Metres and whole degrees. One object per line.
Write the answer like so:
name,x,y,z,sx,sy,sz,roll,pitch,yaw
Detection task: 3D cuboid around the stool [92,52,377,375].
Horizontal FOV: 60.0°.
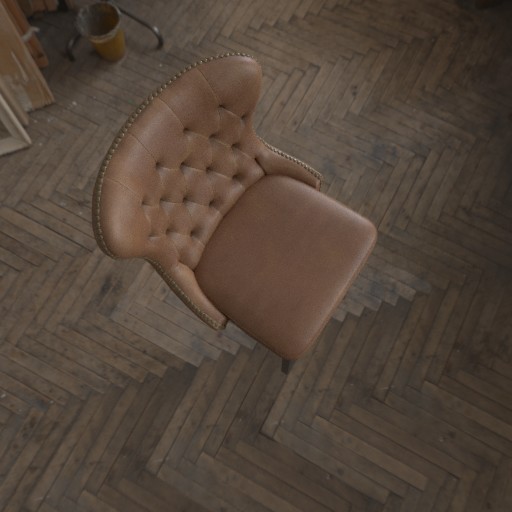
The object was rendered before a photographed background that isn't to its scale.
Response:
stool,0.000,0.000,1.344,0.601,1.050,0.528,33,78,8
